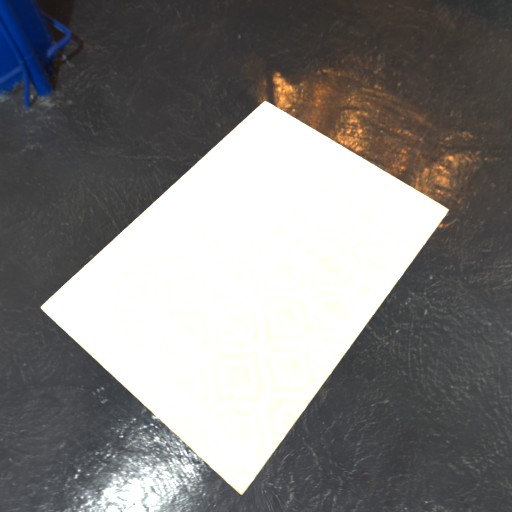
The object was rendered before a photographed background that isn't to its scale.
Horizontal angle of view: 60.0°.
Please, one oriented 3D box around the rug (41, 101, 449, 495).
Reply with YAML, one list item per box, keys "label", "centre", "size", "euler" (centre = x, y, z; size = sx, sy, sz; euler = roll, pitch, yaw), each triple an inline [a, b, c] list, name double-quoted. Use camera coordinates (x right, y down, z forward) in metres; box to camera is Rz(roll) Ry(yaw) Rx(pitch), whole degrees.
- label: "rug"
  centre: [0.000, 0.000, 4.347]
  size: [2.438, 0.010, 3.353]
  euler: [36, 69, 16]
